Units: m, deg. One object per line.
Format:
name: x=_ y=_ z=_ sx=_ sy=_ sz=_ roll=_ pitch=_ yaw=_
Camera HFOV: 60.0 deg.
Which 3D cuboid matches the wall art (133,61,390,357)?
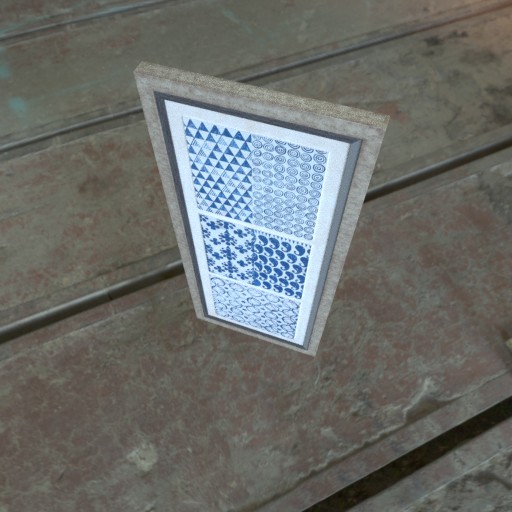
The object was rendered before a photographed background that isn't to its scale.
wall art: x=0.000 y=0.000 z=1.696 sx=0.648 sy=1.461 sz=0.051 roll=16 pitch=58 yaw=10
